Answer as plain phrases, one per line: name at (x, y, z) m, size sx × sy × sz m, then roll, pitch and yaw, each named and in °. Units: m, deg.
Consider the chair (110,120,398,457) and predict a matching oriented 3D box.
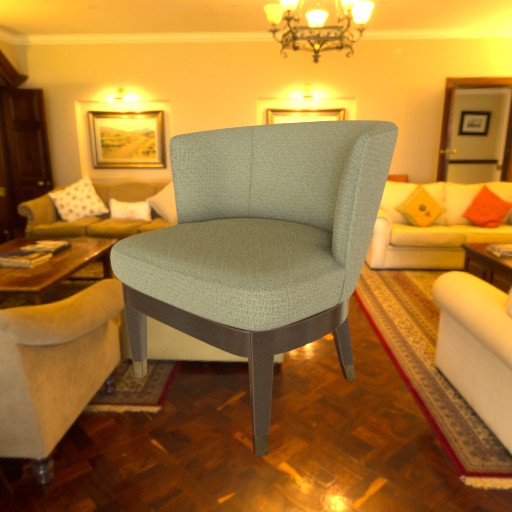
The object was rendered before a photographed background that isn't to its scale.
chair at (0.000, 0.000, 1.267) m, size 0.700 × 0.760 × 0.660 m, roll 13°, pitch 20°, yaw 42°
